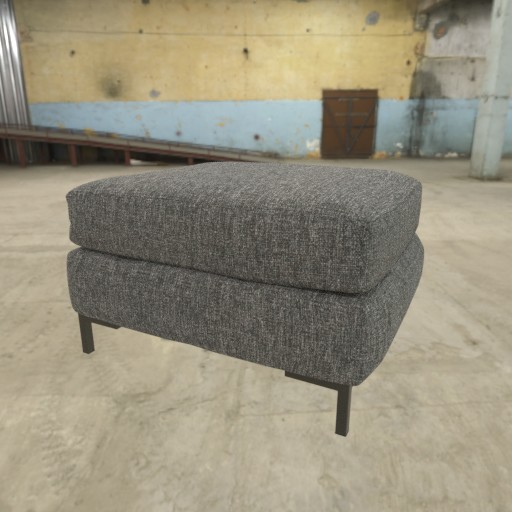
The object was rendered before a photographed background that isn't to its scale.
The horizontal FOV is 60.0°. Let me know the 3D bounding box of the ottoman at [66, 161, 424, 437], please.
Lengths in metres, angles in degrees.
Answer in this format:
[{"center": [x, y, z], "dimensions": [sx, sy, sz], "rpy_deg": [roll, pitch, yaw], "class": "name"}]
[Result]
[{"center": [0.000, 0.000, 1.230], "dimensions": [0.828, 0.480, 0.683], "rpy_deg": [9, 19, 26], "class": "ottoman"}]
